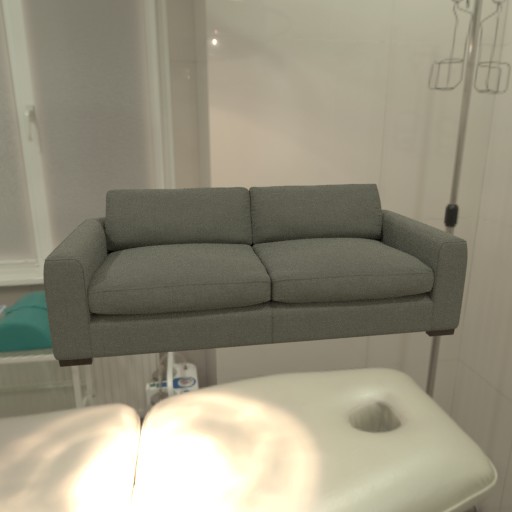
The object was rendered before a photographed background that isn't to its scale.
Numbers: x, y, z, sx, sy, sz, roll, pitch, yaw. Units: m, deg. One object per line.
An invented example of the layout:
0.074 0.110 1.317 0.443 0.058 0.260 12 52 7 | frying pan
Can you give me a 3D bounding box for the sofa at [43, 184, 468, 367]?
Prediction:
0.000 0.000 2.795 2.262 0.801 1.070 -3 16 -9 | sofa
